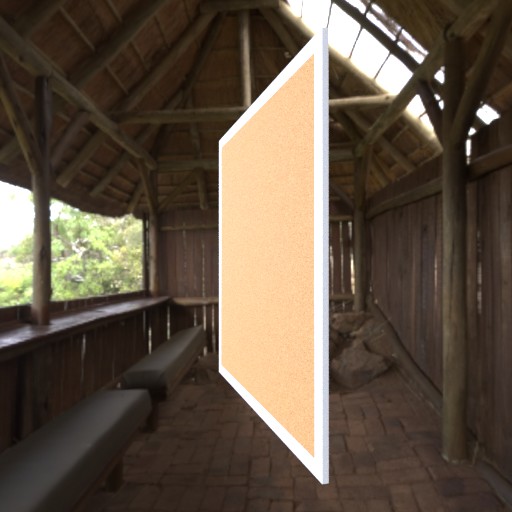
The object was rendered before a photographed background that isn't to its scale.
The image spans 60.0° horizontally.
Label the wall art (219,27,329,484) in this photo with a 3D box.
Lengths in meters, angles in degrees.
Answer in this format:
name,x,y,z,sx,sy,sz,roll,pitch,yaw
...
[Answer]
name,x,y,z,sx,sy,sz,roll,pitch,yaw
wall art,0.000,0.000,0.808,0.009,0.559,0.558,0,0,-18
